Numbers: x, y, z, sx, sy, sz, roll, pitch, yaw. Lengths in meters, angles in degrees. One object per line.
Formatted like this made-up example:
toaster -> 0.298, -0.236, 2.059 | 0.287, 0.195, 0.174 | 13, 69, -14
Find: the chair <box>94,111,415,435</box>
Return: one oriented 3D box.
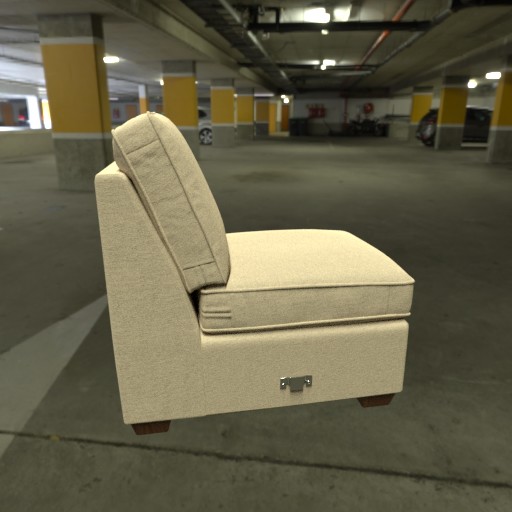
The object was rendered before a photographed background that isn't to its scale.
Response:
chair -> 0.000, 0.000, 1.570 | 0.938, 0.970, 0.621 | -3, 17, -10
